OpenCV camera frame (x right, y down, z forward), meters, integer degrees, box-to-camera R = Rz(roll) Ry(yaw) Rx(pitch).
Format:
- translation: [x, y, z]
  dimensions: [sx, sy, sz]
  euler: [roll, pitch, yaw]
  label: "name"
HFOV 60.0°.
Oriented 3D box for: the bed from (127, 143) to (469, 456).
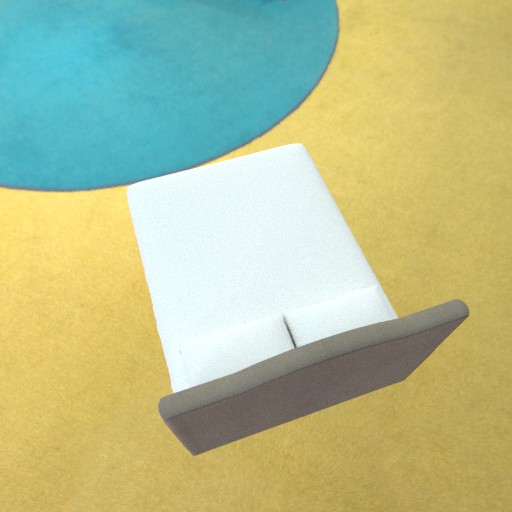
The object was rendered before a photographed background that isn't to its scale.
- translation: [0.000, 0.000, 3.256]
  dimensions: [1.744, 1.441, 2.128]
  euler: [-16, 60, -10]
  label: "bed"
